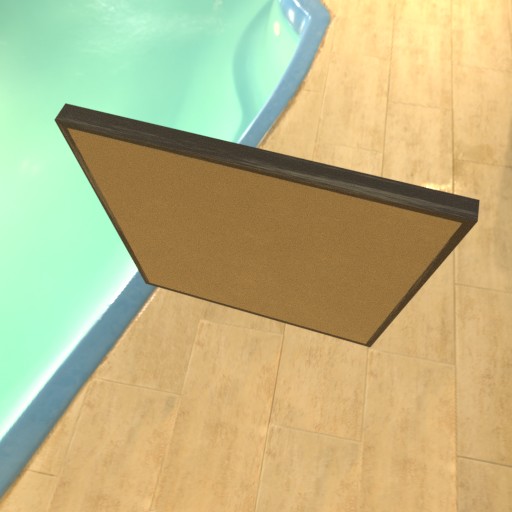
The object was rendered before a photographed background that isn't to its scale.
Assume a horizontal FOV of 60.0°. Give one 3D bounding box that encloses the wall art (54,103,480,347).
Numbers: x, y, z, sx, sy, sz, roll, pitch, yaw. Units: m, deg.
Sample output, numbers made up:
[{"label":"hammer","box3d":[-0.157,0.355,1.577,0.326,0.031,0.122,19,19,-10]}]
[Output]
[{"label":"wall art","box3d":[0.000,0.000,1.114,0.762,0.758,0.043,15,64,7]}]
